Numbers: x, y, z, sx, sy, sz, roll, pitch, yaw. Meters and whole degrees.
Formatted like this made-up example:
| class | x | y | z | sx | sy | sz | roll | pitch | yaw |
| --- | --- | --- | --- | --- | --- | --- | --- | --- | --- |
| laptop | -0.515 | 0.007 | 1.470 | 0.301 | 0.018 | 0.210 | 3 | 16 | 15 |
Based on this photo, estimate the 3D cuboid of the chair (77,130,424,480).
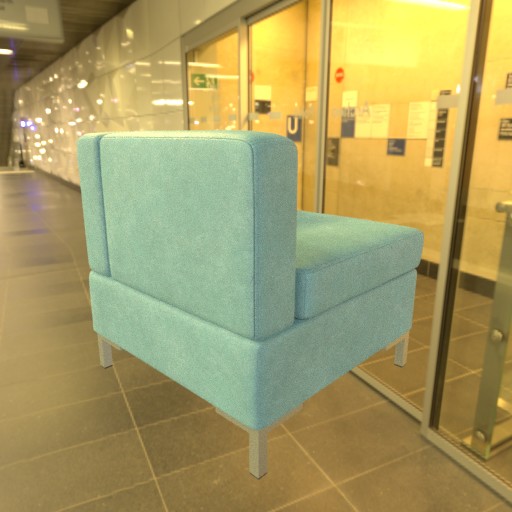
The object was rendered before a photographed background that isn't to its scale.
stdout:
| class | x | y | z | sx | sy | sz | roll | pitch | yaw |
| --- | --- | --- | --- | --- | --- | --- | --- | --- | --- |
| chair | 0.000 | 0.000 | 1.217 | 0.680 | 0.660 | 0.680 | 14 | 21 | 42 |
